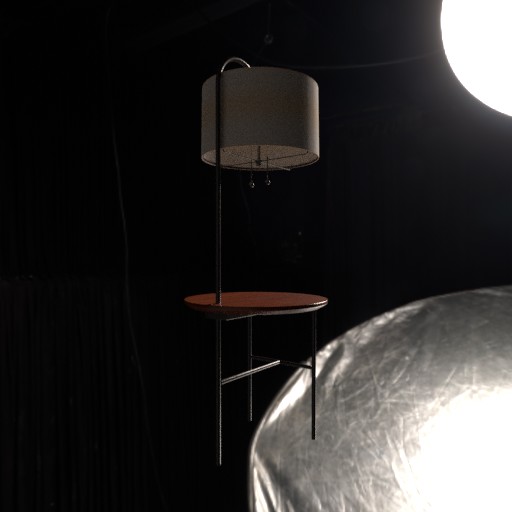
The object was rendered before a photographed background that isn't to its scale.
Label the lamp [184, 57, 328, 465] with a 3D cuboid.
[{"bbox_3d":[0.000,0.000,1.793,0.573,1.517,0.573,0,0,0],"label":"lamp"}]
